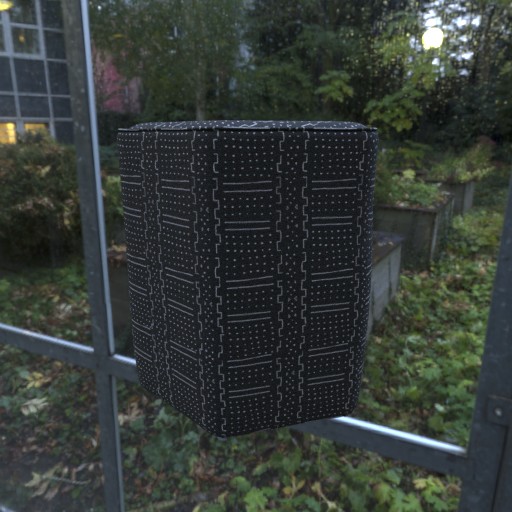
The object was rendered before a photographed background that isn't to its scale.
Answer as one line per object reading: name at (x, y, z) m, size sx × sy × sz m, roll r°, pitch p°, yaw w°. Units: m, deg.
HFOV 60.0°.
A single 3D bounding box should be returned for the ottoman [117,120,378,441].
ottoman at (0.000, 0.000, 0.877) m, size 0.494 × 0.502 × 0.443 m, roll 14°, pitch 21°, yaw 42°
